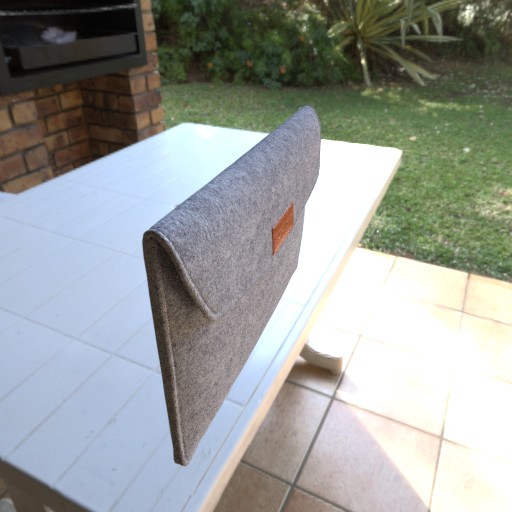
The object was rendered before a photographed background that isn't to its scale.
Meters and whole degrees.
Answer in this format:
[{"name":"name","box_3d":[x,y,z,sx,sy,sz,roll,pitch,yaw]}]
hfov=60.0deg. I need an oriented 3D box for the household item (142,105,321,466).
[{"name":"household item","box_3d":[0.000,0.000,0.436,0.057,0.221,0.335,11,33,18]}]
